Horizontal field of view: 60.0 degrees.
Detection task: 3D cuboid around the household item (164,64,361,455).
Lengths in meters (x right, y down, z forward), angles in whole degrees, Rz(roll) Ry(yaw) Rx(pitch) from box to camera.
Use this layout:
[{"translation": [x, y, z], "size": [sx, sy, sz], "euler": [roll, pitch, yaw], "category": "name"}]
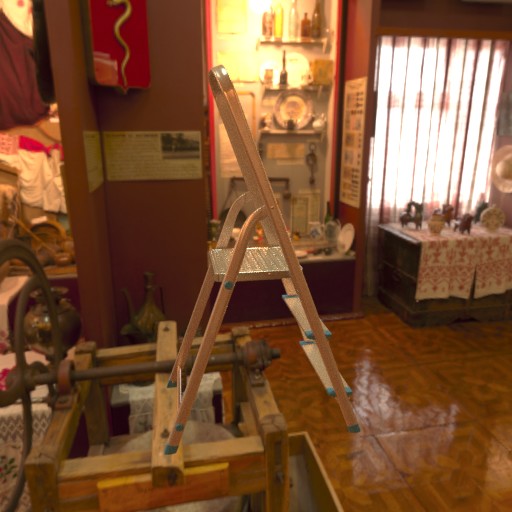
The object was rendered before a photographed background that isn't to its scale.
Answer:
[{"translation": [0.000, 0.000, 1.545], "size": [0.687, 1.215, 0.420], "euler": [-3, 16, -9], "category": "household item"}]
